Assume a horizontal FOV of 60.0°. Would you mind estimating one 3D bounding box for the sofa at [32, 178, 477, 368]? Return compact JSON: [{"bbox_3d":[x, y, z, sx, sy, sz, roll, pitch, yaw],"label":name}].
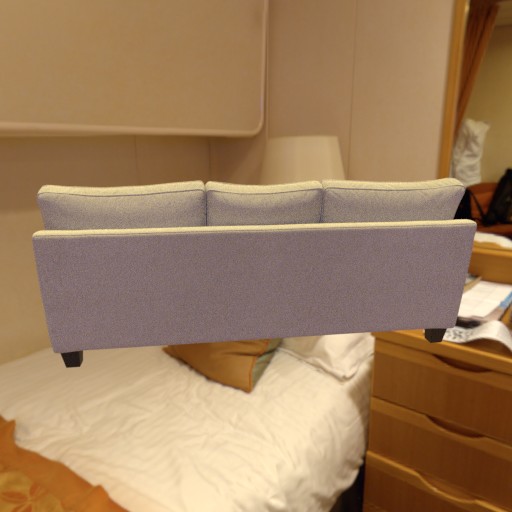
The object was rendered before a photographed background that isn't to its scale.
[{"bbox_3d":[0.000,0.000,2.789,2.323,0.991,1.016,-2,15,-8],"label":"sofa"}]
